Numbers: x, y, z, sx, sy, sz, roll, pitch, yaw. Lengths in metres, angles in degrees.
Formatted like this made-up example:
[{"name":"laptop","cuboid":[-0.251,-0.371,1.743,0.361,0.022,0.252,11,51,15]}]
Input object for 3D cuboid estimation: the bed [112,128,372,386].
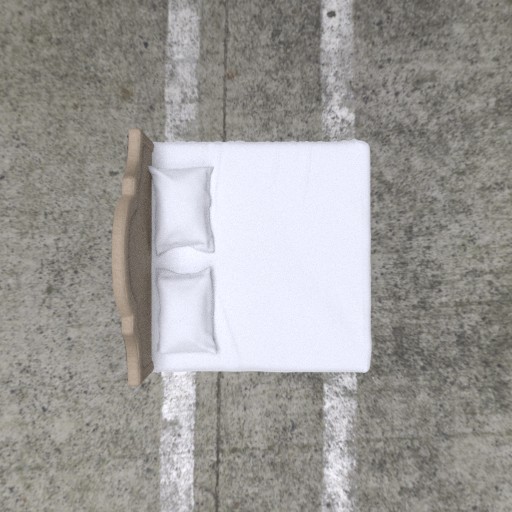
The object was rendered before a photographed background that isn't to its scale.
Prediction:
[{"name":"bed","cuboid":[0.000,0.000,3.784,2.222,1.631,2.303,0,90,1]}]
